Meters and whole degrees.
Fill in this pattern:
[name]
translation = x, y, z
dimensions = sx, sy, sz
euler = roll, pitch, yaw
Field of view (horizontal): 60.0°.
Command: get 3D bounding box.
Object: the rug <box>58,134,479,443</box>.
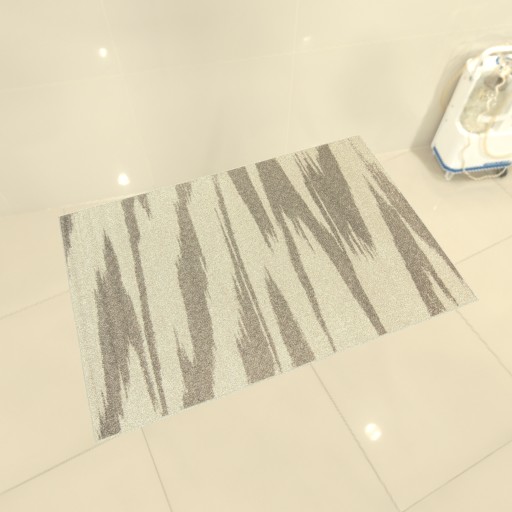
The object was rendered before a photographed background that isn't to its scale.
[rug]
translation = 0.000, 0.000, 2.250
dimensions = 1.827, 0.008, 1.225
euler = -17, 59, -11
